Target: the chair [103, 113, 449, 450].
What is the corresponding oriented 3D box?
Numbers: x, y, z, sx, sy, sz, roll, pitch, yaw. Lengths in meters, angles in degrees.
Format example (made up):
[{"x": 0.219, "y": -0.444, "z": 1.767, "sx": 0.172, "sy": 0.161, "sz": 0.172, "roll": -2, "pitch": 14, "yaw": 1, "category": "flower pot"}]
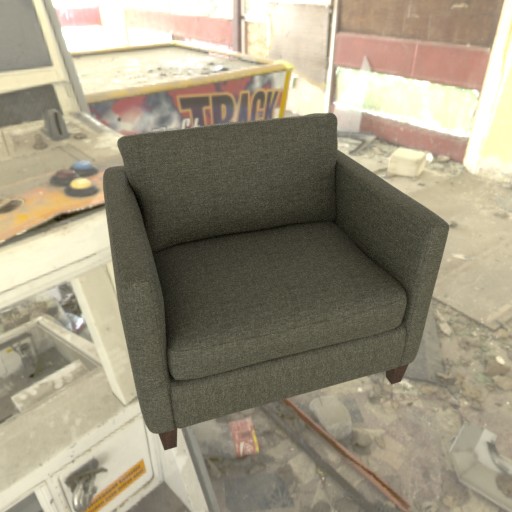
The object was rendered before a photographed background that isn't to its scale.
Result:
[{"x": 0.000, "y": 0.000, "z": 1.822, "sx": 1.107, "sy": 0.963, "sz": 0.959, "roll": -10, "pitch": 33, "yaw": -16, "category": "chair"}]
